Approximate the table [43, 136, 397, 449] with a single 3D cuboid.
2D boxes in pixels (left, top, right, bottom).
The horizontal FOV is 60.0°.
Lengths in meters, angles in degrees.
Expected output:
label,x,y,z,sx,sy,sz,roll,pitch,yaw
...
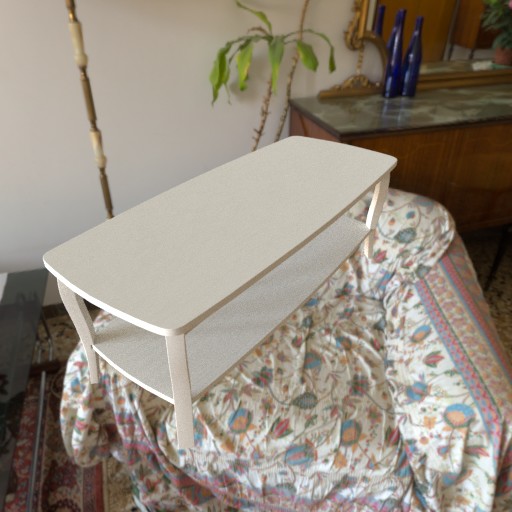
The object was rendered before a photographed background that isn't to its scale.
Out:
label,x,y,z,sx,sy,sz,roll,pitch,yaw
table,0.000,0.000,1.625,0.561,0.474,1.334,22,39,30
